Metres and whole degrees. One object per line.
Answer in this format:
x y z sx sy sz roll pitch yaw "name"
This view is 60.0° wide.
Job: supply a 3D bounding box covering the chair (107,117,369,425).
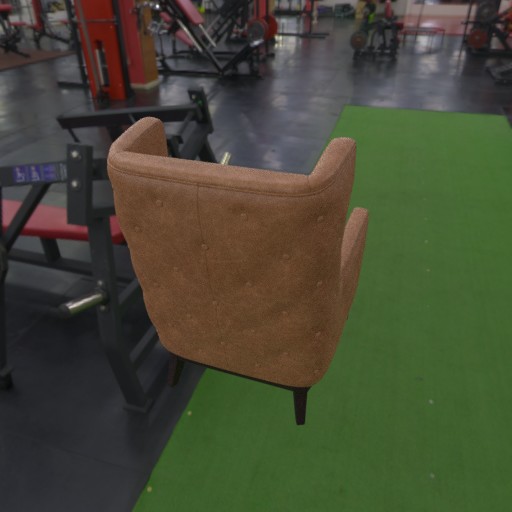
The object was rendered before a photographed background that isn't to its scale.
0.000 0.000 1.723 0.766 1.079 0.899 11 34 16 "chair"
